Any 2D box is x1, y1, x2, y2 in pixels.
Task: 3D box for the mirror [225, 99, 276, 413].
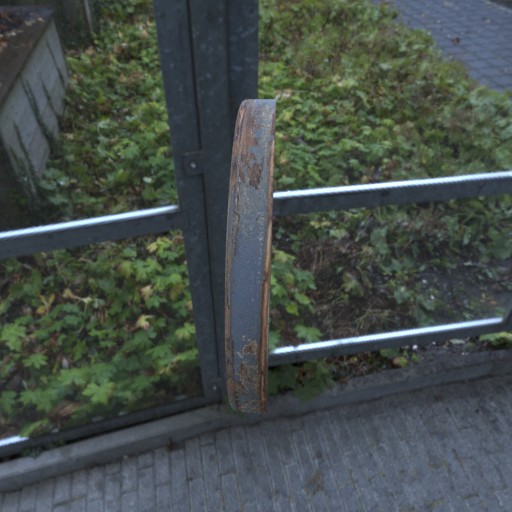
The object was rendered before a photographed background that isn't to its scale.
[{"bbox_3d":[0.000,0.000,0.877,0.061,0.585,0.585,2,42,2],"label":"mirror"}]
